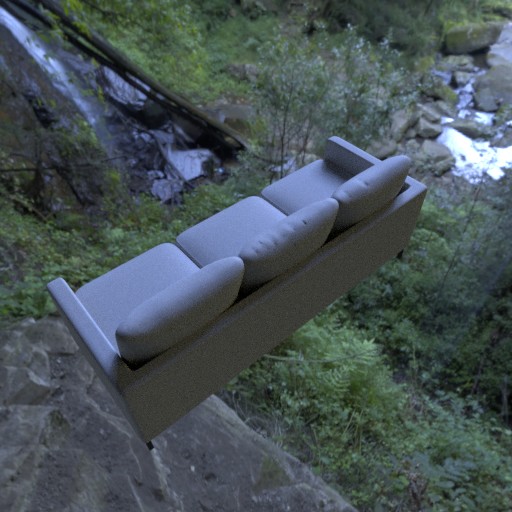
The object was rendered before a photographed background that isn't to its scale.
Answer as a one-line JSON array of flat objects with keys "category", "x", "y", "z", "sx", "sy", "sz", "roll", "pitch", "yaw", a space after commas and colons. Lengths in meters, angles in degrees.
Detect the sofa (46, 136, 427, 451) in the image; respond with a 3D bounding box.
[{"category": "sofa", "x": 0.000, "y": 0.000, "z": 2.746, "sx": 2.218, "sy": 0.874, "sz": 0.859, "roll": -32, "pitch": 54, "yaw": -26}]
